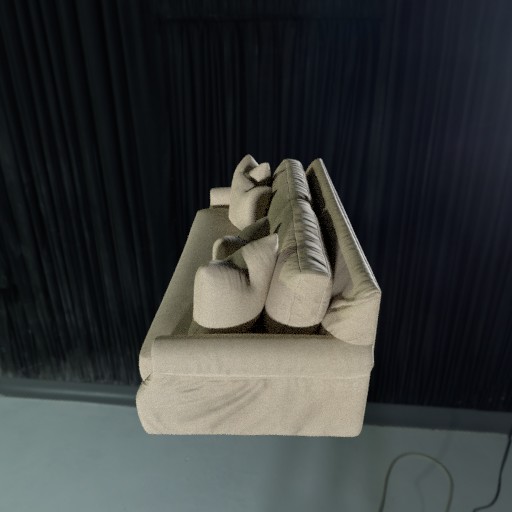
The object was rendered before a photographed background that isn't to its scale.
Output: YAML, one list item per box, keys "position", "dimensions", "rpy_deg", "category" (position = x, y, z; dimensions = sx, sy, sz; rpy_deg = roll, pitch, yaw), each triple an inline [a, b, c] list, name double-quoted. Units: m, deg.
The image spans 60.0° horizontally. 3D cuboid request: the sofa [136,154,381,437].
- position: [0.000, 0.000, 2.858]
  dimensions: [1.067, 0.904, 2.285]
  rpy_deg: [1, 26, 1]
  category: "sofa"
